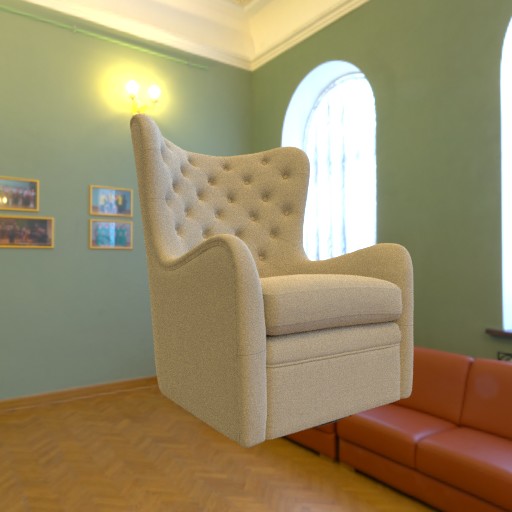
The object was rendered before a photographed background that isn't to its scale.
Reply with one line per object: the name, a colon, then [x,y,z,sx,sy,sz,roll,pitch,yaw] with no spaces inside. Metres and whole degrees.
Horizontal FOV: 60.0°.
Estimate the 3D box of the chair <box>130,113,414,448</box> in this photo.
chair: [0.000,0.000,1.729,0.831,1.079,0.929,1,-1,-37]
